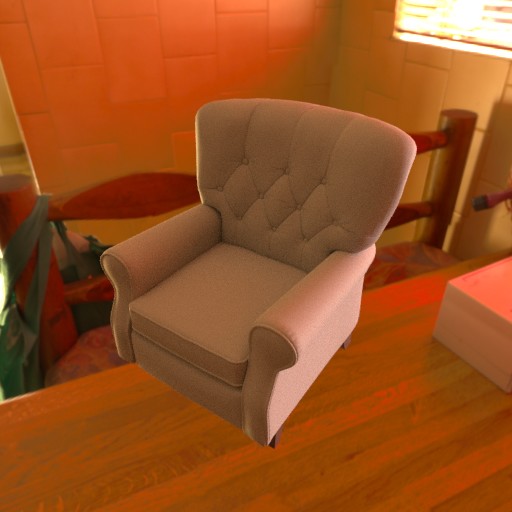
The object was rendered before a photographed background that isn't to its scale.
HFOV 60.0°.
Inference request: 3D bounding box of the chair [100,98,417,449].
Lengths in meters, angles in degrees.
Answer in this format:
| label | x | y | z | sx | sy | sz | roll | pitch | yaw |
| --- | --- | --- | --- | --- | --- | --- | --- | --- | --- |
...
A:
| label | x | y | z | sx | sy | sz | roll | pitch | yaw |
| --- | --- | --- | --- | --- | --- | --- | --- | --- | --- |
| chair | 0.000 | 0.000 | 2.075 | 1.090 | 1.217 | 1.128 | 21 | 38 | 29 |
